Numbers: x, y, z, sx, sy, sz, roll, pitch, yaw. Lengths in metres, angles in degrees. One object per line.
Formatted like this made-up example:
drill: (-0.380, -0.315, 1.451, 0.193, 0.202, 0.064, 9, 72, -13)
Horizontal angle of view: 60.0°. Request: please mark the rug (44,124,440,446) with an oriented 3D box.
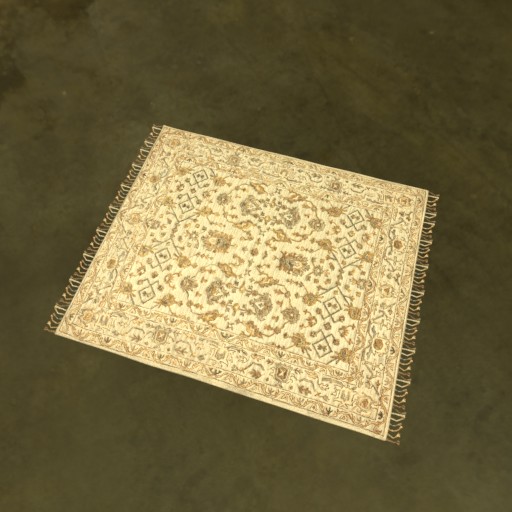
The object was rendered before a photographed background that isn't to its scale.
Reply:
rug: (0.000, 0.000, 4.071, 3.061, 0.034, 2.426, 16, 65, 8)
